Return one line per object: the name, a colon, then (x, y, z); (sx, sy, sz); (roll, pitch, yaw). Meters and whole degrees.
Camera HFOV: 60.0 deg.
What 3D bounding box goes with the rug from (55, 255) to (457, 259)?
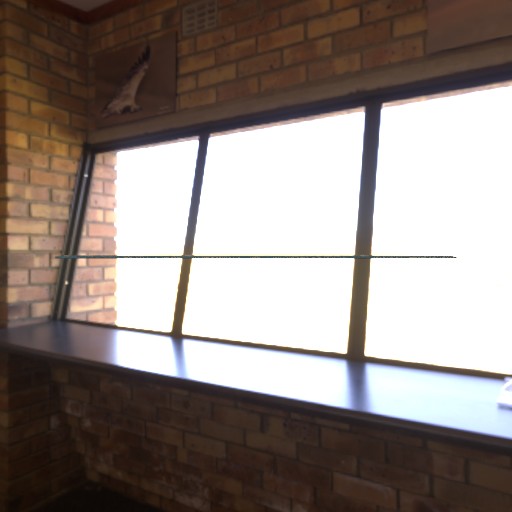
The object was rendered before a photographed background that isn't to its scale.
rug: (0.000, 0.000, 2.807); (1.554, 0.012, 2.205); (0, 0, 0)
